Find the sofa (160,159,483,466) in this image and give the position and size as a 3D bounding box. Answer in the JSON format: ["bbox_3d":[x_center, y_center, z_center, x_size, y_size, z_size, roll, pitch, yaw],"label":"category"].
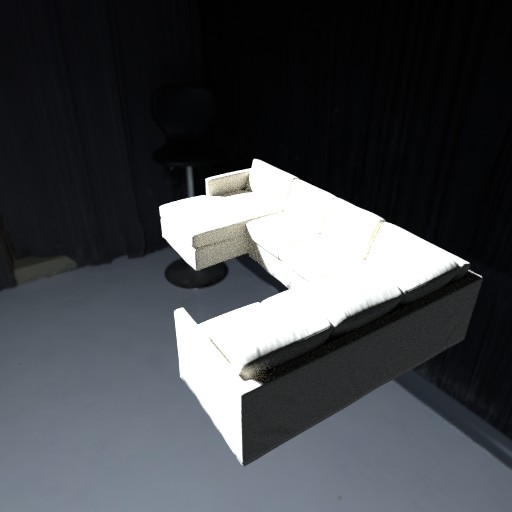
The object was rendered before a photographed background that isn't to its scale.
[{"bbox_3d":[0.000,0.000,4.590,2.448,0.882,3.464,-18,35,-28],"label":"sofa"}]
